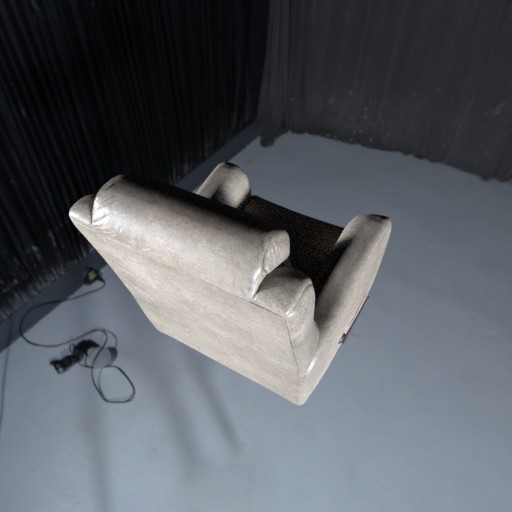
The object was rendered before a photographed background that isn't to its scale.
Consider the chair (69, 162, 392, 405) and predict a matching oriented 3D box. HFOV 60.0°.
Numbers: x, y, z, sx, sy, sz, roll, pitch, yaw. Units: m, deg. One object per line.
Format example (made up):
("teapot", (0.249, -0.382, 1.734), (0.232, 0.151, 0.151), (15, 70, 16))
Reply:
("chair", (0.000, 0.000, 1.964), (0.967, 1.116, 1.068), (23, 49, 21))
